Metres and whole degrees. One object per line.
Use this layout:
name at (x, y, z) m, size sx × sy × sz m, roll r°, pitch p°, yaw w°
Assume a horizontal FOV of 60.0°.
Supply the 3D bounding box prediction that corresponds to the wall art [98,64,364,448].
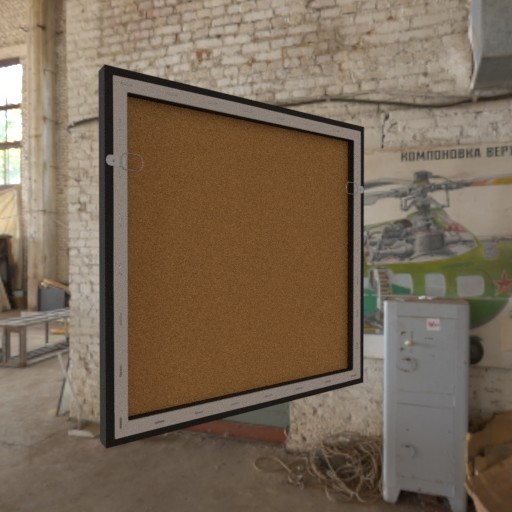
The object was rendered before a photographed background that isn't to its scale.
wall art at (0.000, 0.000, 1.110) m, size 0.758 × 0.758 × 0.044 m, roll 0°, pitch 1°, yaw -36°
